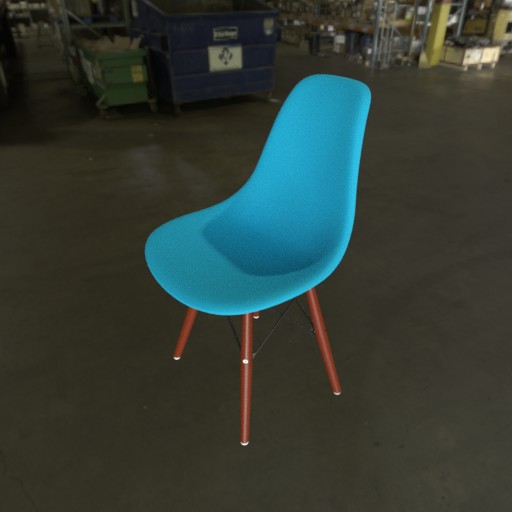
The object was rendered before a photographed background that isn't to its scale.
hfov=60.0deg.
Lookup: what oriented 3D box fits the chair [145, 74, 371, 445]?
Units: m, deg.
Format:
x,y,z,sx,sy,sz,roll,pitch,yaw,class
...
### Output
x,y,z,sx,sy,sz,roll,pitch,yaw,class
0.000,0.000,1.158,0.533,0.826,0.470,-21,38,-30,chair
